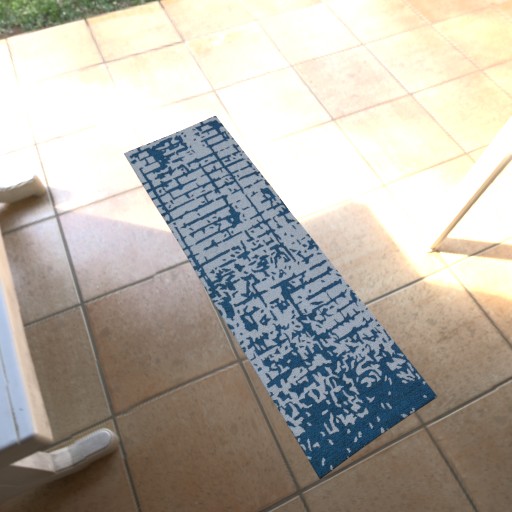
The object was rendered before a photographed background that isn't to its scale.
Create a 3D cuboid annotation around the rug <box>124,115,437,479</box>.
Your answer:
[{"bbox_3d":[0.000,0.000,2.742,0.750,0.011,2.435,-27,63,-15],"label":"rug"}]
